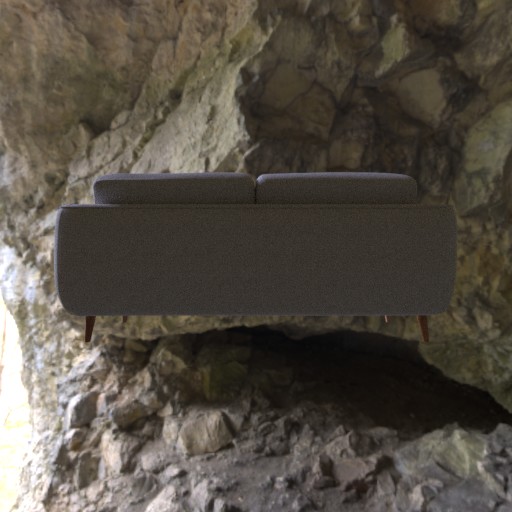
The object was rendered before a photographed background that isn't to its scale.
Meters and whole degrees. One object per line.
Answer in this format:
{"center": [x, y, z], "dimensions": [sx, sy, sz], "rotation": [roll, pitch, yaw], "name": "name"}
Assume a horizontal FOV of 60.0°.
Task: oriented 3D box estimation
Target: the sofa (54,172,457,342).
{"center": [0.000, 0.000, 2.515], "dimensions": [2.000, 0.850, 0.920], "rotation": [0, 0, 0], "name": "sofa"}
